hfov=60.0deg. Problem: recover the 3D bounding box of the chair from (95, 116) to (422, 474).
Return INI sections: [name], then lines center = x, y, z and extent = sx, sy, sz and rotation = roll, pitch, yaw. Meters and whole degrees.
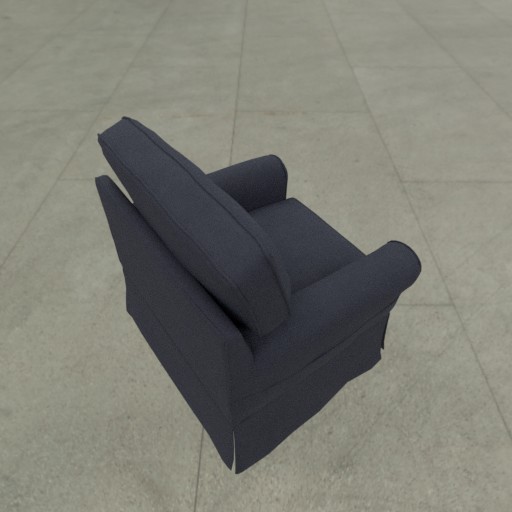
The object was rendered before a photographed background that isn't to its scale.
[chair]
center = 0.000, 0.000, 1.971
extent = 1.002, 1.140, 1.119
rotation = -25, 48, -25
